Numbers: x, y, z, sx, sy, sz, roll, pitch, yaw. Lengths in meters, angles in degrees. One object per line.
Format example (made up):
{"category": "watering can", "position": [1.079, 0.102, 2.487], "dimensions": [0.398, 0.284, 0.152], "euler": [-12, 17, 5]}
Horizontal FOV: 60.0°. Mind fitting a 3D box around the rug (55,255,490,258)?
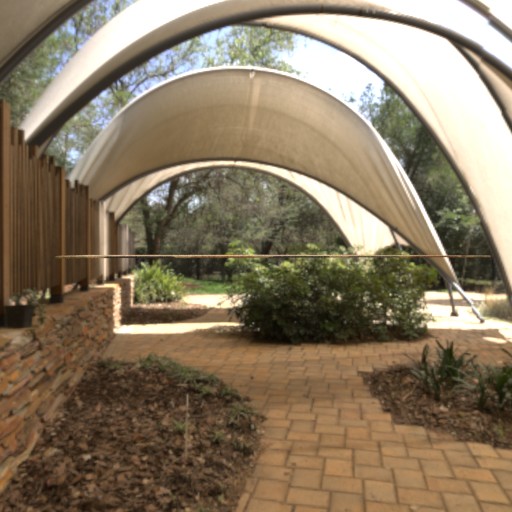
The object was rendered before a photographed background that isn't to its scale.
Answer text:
{"category": "rug", "position": [0.000, 0.000, 4.240], "dimensions": [3.200, 0.013, 2.439], "euler": [0, 0, -16]}
